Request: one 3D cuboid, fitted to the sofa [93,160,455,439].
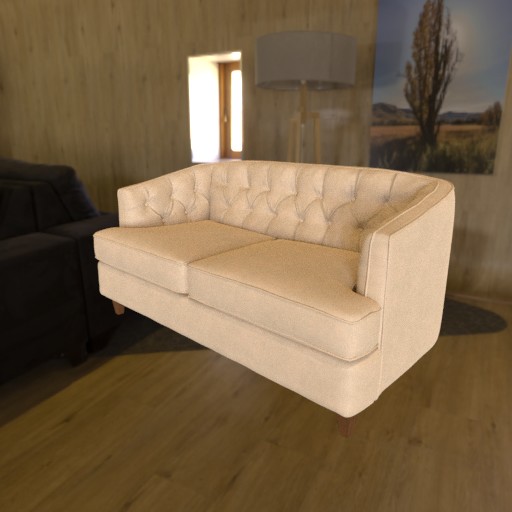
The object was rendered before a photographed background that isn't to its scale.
[{"bbox_3d":[0.000,0.000,2.248,1.731,0.878,0.940,15,22,42],"label":"sofa"}]
